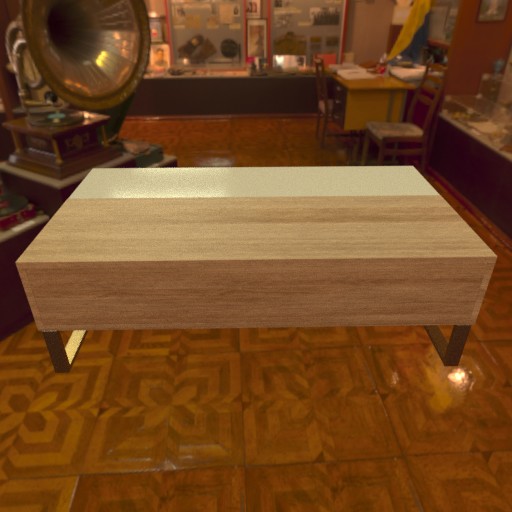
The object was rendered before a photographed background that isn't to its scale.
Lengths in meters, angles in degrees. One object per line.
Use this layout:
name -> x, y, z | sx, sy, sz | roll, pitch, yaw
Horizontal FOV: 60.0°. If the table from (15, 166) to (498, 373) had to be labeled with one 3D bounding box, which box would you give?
table -> 0.000, 0.000, 1.357 | 1.100, 0.350, 0.600 | -1, 32, -1
